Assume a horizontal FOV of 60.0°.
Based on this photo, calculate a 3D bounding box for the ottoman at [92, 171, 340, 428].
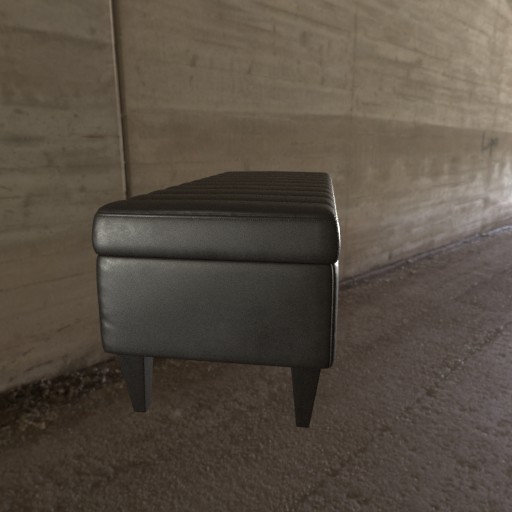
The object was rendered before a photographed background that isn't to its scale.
[{"bbox_3d":[0.000,0.000,1.398,0.482,0.469,1.151,2,14,8],"label":"ottoman"}]
